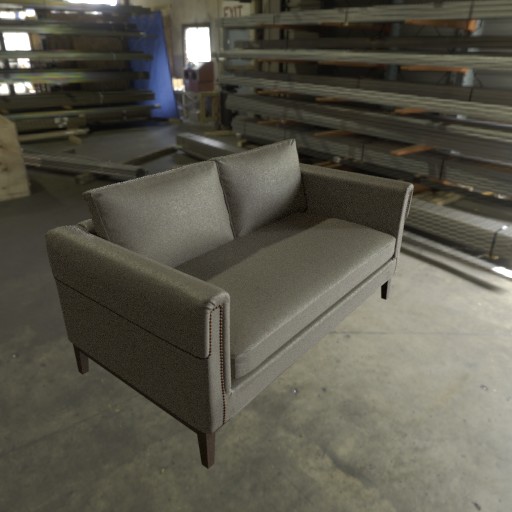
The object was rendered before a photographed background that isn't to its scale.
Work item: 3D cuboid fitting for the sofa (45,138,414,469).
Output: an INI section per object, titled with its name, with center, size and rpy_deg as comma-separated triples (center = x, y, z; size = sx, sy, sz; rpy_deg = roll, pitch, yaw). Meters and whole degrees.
[sofa]
center = 0.000, 0.000, 2.145
size = 0.899, 0.873, 1.598
rpy_deg = 19, 31, 35
